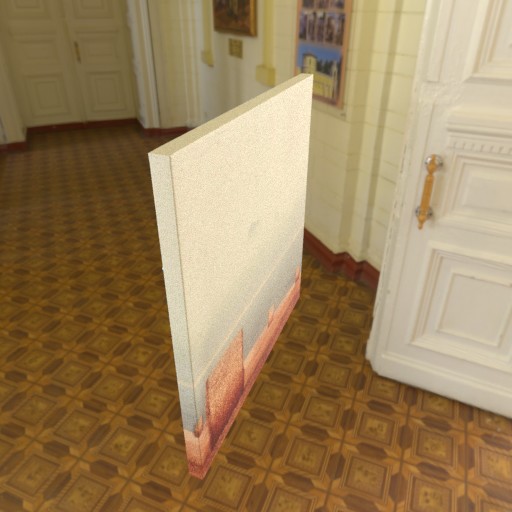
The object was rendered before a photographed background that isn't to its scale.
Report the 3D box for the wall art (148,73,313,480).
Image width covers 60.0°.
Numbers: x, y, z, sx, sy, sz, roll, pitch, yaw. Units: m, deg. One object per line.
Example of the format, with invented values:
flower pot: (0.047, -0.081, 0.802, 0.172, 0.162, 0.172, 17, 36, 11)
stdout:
wall art: (0.000, 0.000, 0.600, 0.023, 0.405, 0.405, 12, 33, 18)
